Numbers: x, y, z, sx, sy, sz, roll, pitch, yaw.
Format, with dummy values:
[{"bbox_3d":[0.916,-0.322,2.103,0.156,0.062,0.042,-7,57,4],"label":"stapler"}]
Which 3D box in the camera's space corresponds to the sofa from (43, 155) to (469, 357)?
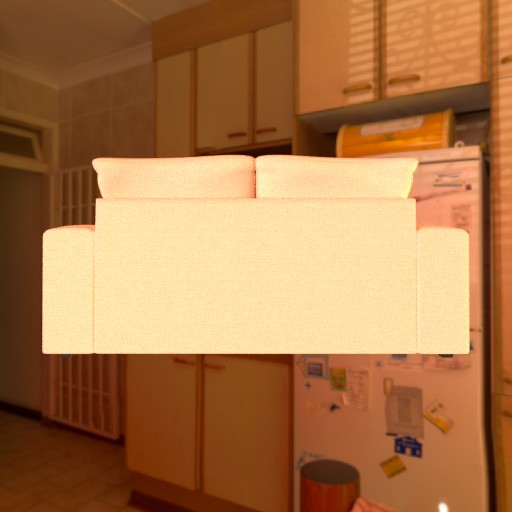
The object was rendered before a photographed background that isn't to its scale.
[{"bbox_3d":[0.000,0.000,2.360,1.754,0.875,1.091,0,-1,0],"label":"sofa"}]
